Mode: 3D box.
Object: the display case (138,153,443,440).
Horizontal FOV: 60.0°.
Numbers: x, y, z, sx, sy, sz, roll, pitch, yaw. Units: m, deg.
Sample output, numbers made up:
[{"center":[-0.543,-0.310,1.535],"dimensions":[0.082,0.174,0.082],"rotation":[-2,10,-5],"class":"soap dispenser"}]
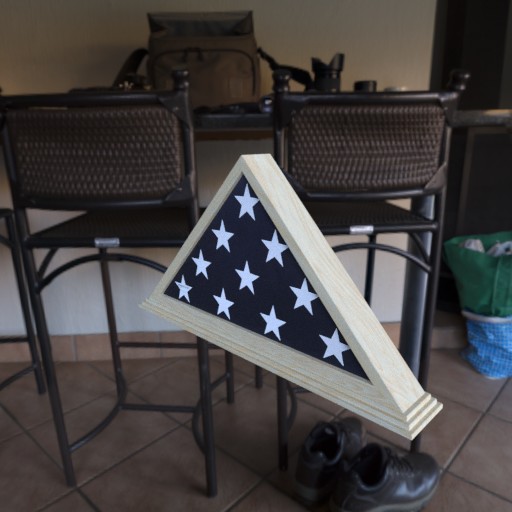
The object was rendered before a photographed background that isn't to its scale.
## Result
[{"center":[0.000,0.000,0.761],"dimensions":[0.640,0.340,0.095],"rotation":[15,21,42],"class":"display case"}]
